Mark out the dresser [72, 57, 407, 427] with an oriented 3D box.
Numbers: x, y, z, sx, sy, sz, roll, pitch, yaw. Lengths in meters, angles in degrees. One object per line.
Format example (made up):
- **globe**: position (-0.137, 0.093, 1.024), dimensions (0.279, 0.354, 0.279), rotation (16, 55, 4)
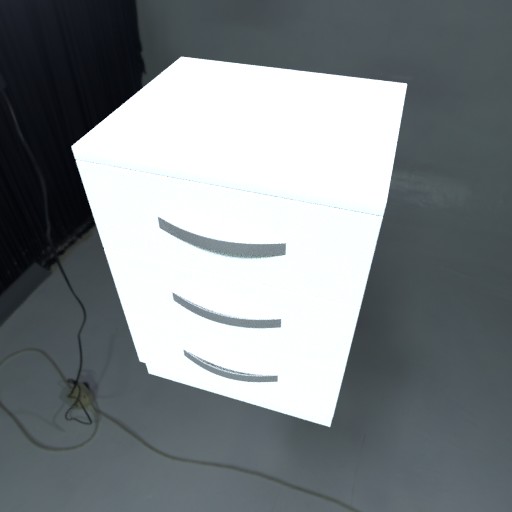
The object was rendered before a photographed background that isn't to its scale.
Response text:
- **dresser**: position (0.000, 0.000, 0.830), dimensions (0.400, 0.560, 0.360), rotation (12, 45, 13)
